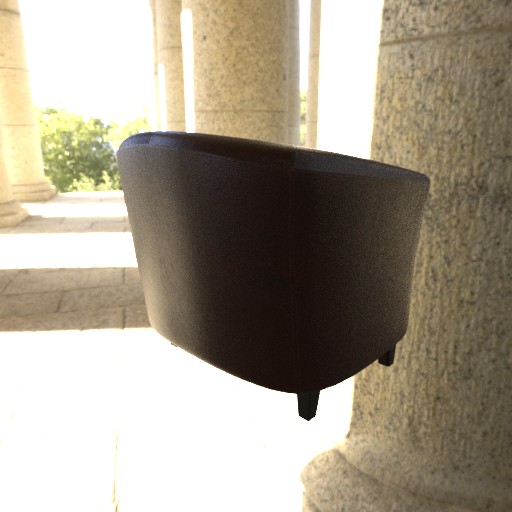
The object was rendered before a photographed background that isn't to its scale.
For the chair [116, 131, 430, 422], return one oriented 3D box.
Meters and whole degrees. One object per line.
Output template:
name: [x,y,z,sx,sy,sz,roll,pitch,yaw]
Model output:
chair: [0.000,0.000,1.401,0.727,0.756,0.792,-15,21,-43]
